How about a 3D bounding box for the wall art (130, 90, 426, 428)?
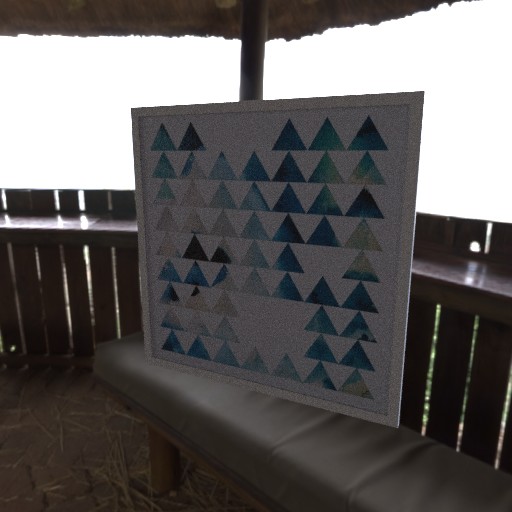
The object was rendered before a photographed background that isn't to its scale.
[{"bbox_3d":[0.000,0.000,0.836,0.557,0.557,0.012,6,15,26],"label":"wall art"}]
